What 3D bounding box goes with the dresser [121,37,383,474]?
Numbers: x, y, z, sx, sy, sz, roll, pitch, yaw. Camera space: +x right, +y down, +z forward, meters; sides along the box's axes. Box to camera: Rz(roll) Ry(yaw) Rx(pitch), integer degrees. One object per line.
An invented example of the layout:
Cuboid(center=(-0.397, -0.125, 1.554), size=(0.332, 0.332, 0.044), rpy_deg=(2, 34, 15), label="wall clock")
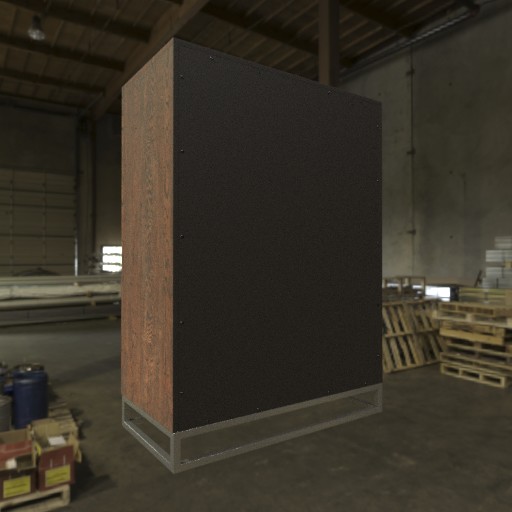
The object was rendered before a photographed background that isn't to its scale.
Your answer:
Cuboid(center=(0.000, 0.000, 1.822), size=(0.965, 1.321, 0.508), rpy_deg=(0, -1, -35), label="dresser")
